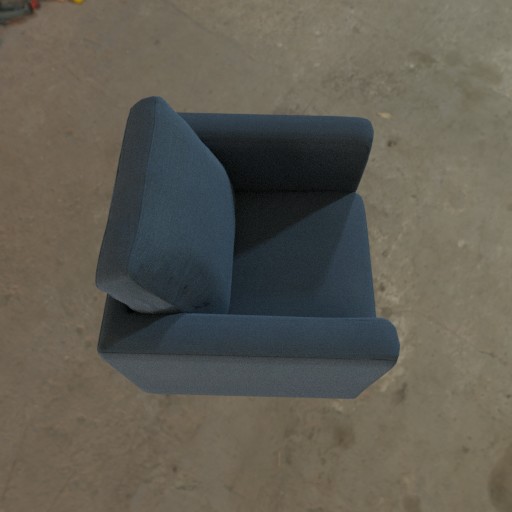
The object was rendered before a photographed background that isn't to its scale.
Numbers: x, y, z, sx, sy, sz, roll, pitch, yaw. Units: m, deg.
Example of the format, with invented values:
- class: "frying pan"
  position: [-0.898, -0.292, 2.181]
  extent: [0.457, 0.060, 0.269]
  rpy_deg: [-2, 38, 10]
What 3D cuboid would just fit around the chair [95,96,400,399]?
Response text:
- class: "chair"
  position: [0.000, 0.000, 1.532]
  extent: [0.820, 0.922, 0.855]
  rpy_deg: [1, 64, 1]
